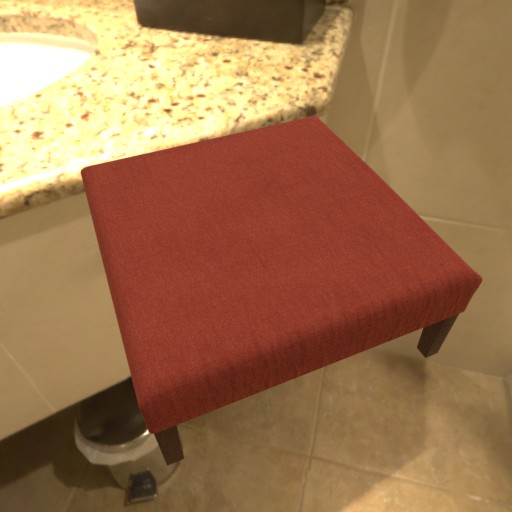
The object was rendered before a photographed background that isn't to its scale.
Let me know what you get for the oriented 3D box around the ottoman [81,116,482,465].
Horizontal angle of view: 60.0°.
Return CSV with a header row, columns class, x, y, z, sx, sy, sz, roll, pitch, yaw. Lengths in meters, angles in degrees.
class,x,y,z,sx,sy,sz,roll,pitch,yaw
ottoman,0.000,0.000,1.406,0.889,0.411,0.890,-17,49,-16
